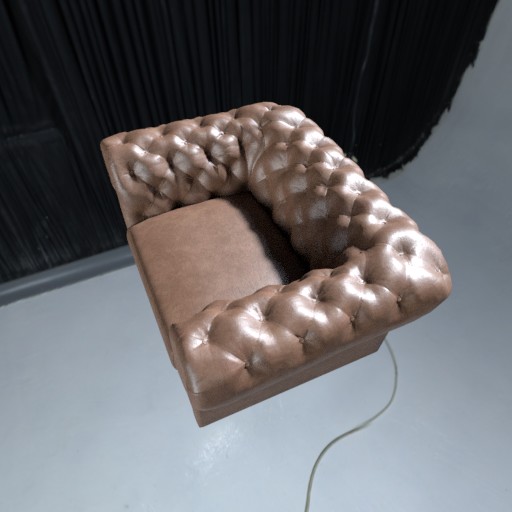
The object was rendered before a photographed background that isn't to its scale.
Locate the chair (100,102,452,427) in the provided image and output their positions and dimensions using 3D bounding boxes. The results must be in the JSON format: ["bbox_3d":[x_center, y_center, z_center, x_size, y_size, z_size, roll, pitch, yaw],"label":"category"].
[{"bbox_3d":[0.000,0.000,1.888,0.954,0.784,1.298,-18,50,-16],"label":"chair"}]
